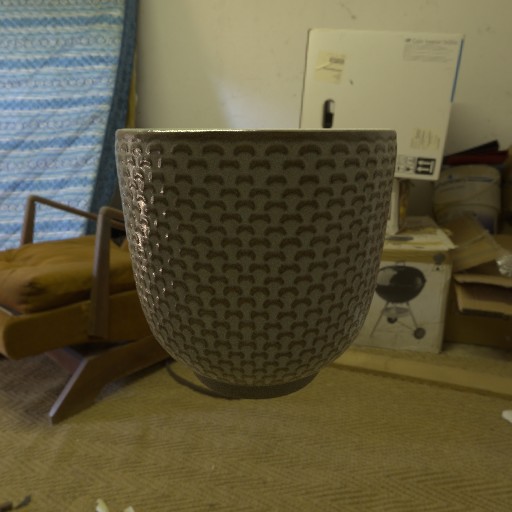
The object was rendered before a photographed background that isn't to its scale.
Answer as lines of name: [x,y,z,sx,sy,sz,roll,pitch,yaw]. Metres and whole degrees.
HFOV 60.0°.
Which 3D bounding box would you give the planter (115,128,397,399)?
planter: [0.000,0.000,0.346,0.197,0.191,0.197,0,16,0]
